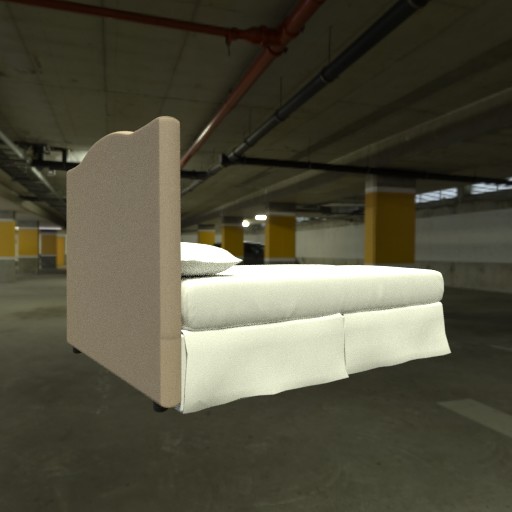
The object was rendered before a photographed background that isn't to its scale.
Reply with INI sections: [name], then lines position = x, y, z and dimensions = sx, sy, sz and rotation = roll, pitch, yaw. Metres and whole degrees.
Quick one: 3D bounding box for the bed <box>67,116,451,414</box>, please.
[bed]
position = 0.000, 0.000, 3.310
dimensions = 2.282, 1.436, 1.821
rotation = 0, 1, -36
